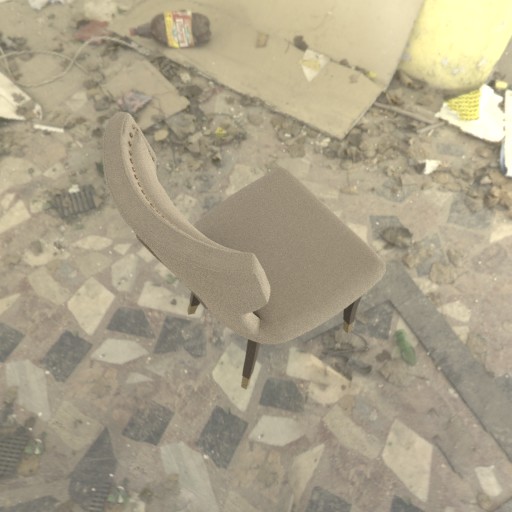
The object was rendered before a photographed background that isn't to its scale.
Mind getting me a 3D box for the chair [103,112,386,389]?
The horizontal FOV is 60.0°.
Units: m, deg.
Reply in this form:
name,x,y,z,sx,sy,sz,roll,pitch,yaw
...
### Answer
name,x,y,z,sx,sy,sz,roll,pitch,yaw
chair,0.000,0.000,1.321,0.630,0.950,0.526,-33,64,-18
